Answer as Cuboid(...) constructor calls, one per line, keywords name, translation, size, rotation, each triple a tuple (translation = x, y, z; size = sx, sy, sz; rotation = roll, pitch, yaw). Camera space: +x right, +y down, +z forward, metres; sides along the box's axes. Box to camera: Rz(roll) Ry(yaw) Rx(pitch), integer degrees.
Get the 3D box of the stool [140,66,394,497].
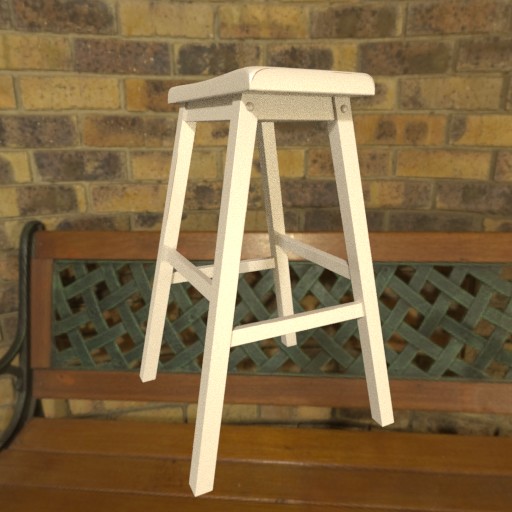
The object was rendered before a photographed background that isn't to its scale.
Cuboid(name="stool", translation=(0.000, 0.000, 1.003), size=(0.476, 0.737, 0.457), rotation=(-8, 18, -25))
